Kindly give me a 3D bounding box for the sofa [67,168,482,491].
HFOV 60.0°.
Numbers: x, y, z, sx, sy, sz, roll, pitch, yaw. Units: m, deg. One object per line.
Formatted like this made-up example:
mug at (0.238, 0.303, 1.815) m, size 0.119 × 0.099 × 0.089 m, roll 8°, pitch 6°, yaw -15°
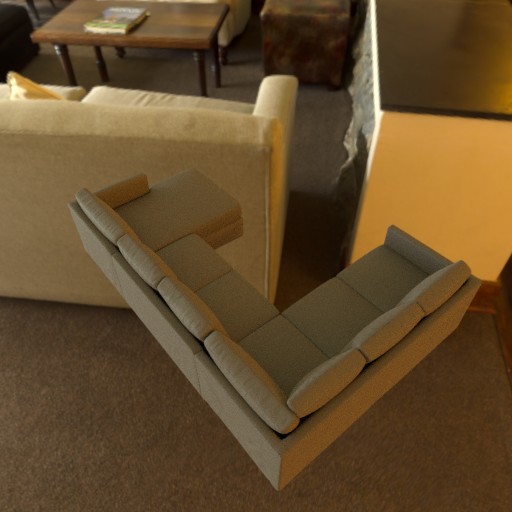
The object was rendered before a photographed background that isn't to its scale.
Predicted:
sofa at (0.000, 0.000, 4.525) m, size 2.427 × 0.882 × 3.460 m, roll -31°, pitch 53°, yaw -27°
